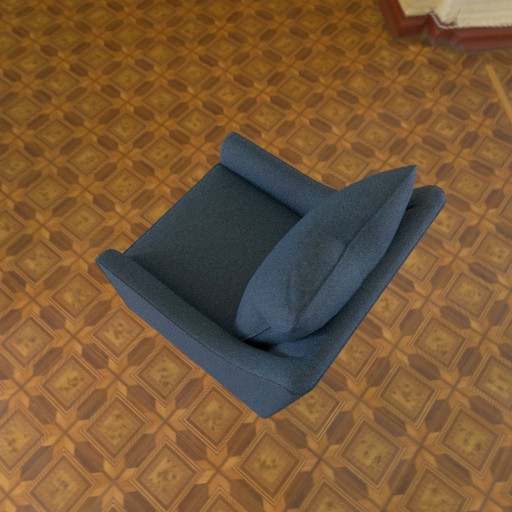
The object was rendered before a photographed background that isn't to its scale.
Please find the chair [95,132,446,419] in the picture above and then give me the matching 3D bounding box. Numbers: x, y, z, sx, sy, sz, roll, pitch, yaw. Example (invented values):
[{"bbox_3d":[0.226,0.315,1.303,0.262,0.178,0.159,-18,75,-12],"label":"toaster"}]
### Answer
[{"bbox_3d":[0.000,0.000,1.586,0.870,0.939,0.750,35,68,17],"label":"chair"}]
